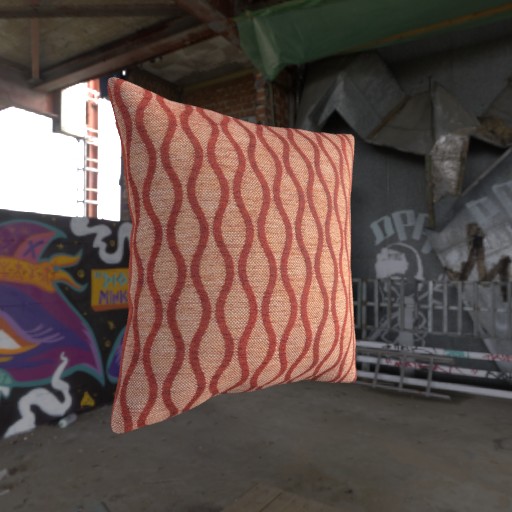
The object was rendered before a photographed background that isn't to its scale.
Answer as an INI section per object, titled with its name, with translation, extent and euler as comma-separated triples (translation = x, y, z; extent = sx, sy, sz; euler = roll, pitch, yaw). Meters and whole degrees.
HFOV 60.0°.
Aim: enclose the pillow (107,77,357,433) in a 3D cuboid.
[pillow]
translation = 0.000, 0.000, 0.649
extent = 0.429, 0.434, 0.159
euler = 1, -2, -36
